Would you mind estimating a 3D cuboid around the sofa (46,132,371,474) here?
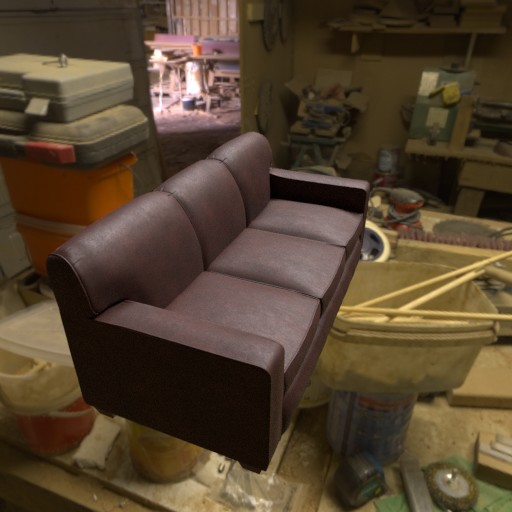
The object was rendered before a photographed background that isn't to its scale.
[{"bbox_3d":[0.000,0.000,2.568,1.008,0.953,2.039,12,32,19],"label":"sofa"}]
